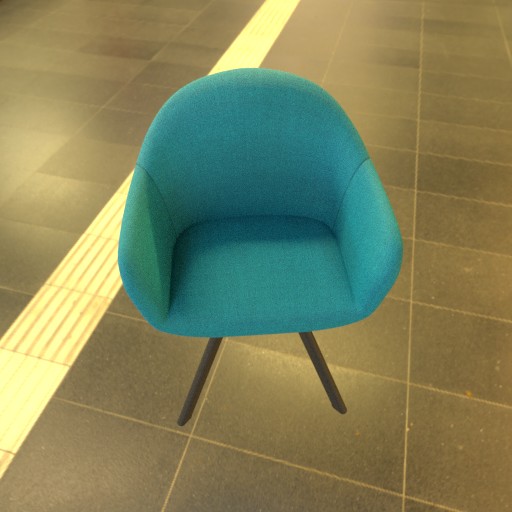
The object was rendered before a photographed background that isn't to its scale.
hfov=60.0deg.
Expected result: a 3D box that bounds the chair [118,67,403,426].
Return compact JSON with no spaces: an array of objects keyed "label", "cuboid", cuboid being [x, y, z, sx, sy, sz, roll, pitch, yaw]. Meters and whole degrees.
[{"label":"chair","cuboid":[0.000,0.000,1.178,0.590,0.795,0.550,-3,46,-3]}]
